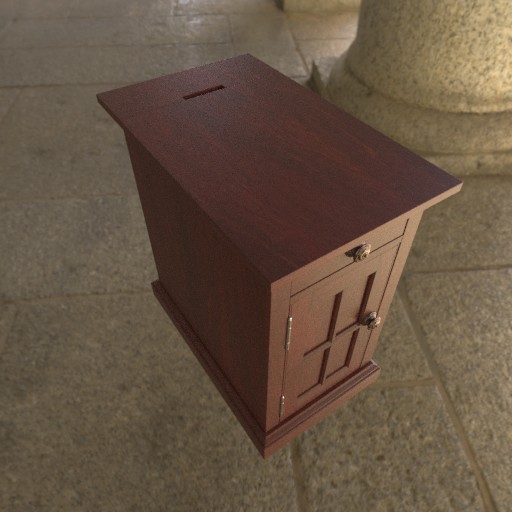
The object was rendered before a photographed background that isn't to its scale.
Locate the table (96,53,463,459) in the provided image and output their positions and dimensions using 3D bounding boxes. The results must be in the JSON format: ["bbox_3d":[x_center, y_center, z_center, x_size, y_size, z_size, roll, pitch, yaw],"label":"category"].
[{"bbox_3d":[0.000,0.000,0.983,0.356,0.612,0.584,-26,51,-23],"label":"table"}]
